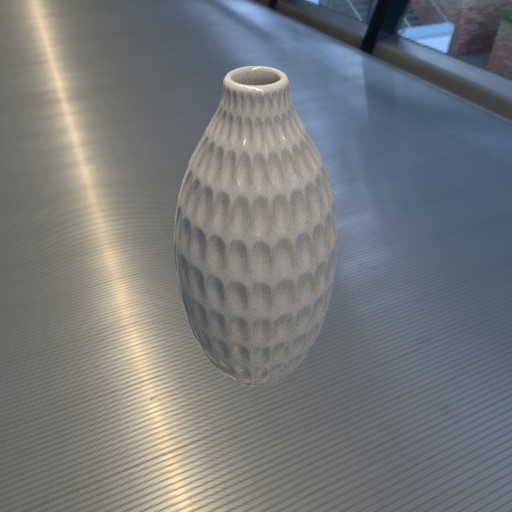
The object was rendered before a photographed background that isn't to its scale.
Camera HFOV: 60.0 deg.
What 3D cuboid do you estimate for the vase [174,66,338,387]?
[{"bbox_3d":[0.000,0.000,0.354,0.127,0.282,0.127,0,41,0],"label":"vase"}]
